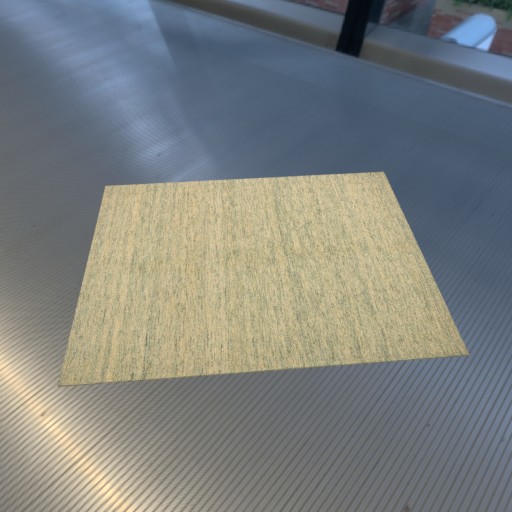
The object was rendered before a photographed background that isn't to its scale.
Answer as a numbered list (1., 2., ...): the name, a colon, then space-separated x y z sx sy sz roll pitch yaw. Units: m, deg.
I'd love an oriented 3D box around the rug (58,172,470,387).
1. rug: 0.000 0.000 4.255 3.201 0.014 2.437 -3 47 -3
